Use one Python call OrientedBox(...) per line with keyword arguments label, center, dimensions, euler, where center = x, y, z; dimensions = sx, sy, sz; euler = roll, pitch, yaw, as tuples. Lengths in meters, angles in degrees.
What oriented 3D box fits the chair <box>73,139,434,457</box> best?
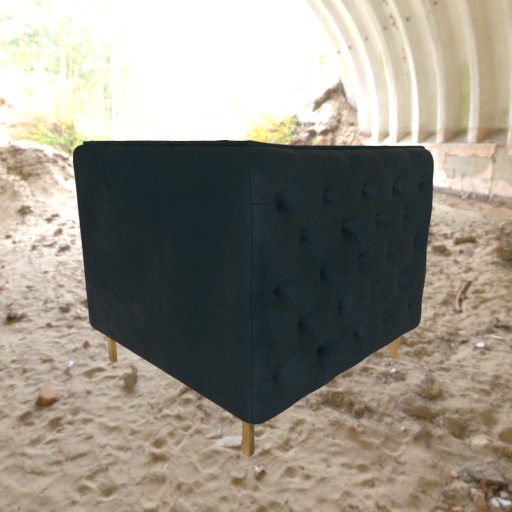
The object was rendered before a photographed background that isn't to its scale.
OrientedBox(label="chair", center=(0.000, 0.000, 1.525), dimensions=(0.868, 0.771, 0.877), euler=(14, 20, 43))
